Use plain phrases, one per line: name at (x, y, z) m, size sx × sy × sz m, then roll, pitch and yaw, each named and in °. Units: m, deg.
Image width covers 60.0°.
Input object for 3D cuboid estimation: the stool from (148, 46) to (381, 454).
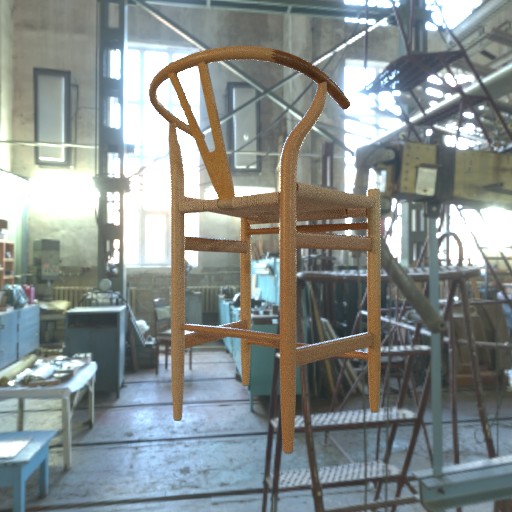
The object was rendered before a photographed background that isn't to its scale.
stool at (0.000, 0.000, 1.247) m, size 0.536 × 0.923 × 0.575 m, roll -1°, pitch -1°, yaw 36°
